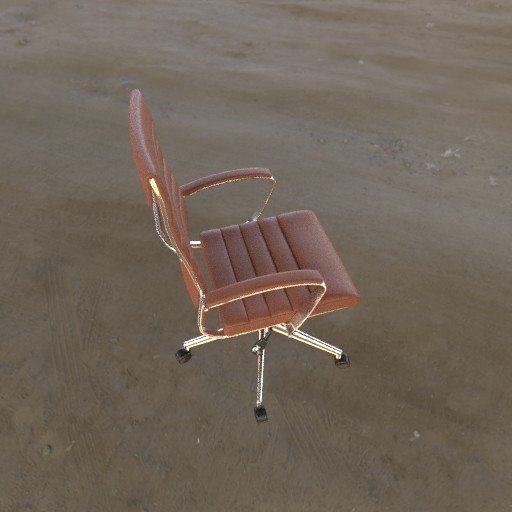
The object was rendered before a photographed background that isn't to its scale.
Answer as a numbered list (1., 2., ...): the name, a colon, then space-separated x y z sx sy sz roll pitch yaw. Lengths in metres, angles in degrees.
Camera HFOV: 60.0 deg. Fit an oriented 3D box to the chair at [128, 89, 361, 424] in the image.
1. chair: 0.000 0.000 1.621 0.739 1.149 0.766 -11 48 -10
